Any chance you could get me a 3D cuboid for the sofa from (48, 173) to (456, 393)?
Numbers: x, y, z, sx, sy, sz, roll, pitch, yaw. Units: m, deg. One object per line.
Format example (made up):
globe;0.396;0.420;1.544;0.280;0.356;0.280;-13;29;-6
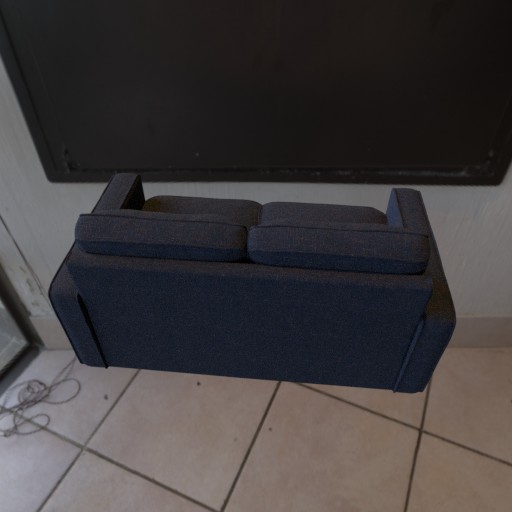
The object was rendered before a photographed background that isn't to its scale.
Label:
sofa;0.000;0.000;2.228;1.709;0.918;0.947;4;44;4
